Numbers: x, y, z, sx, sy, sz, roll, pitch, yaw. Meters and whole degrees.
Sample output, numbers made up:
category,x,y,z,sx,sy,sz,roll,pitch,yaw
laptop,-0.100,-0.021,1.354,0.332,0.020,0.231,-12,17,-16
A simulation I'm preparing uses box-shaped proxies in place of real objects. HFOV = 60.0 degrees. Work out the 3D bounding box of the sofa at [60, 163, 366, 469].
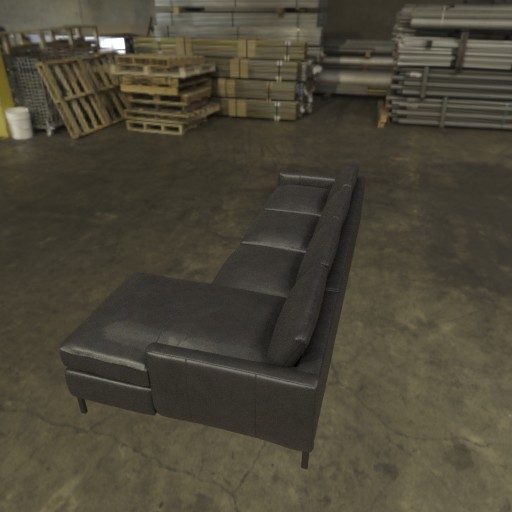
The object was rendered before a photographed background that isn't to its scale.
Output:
category,x,y,z,sx,sy,sz,roll,pitch,yaw
sofa,0.000,0.000,3.561,1.471,0.859,2.993,8,31,14
